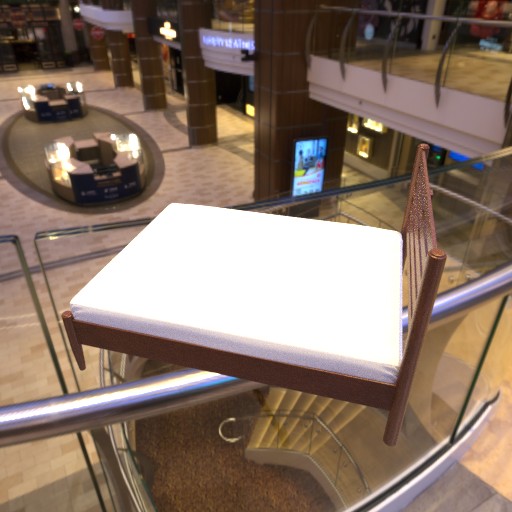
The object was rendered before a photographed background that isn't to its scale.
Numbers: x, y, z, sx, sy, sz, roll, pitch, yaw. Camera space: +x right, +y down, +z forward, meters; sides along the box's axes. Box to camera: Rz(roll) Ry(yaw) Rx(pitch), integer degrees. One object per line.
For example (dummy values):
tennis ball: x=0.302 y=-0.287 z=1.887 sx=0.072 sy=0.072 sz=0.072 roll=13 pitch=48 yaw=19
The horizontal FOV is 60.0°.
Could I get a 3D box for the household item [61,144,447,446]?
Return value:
household item: x=0.000 y=0.000 z=3.251 sx=2.232 sy=1.356 sz=1.663 roll=8 pitch=33 yaw=13
